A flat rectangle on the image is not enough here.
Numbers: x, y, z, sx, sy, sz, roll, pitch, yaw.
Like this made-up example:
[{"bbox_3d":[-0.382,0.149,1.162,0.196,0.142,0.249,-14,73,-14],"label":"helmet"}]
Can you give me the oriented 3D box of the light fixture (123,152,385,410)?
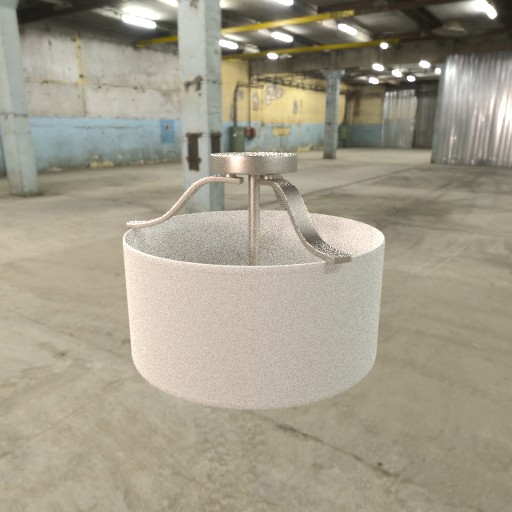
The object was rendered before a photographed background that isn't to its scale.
[{"bbox_3d":[0.000,0.000,0.675,0.395,0.304,0.395,0,15,0],"label":"light fixture"}]
